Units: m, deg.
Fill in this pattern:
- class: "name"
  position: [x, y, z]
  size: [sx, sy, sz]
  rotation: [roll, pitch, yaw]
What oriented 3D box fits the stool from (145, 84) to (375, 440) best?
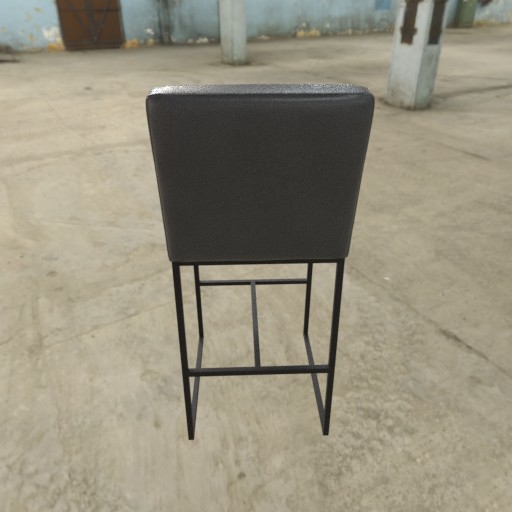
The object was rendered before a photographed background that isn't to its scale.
- class: "stool"
  position: [0.000, 0.000, 1.328]
  size: [0.457, 1.040, 0.552]
  rotation: [-1, 30, -2]
